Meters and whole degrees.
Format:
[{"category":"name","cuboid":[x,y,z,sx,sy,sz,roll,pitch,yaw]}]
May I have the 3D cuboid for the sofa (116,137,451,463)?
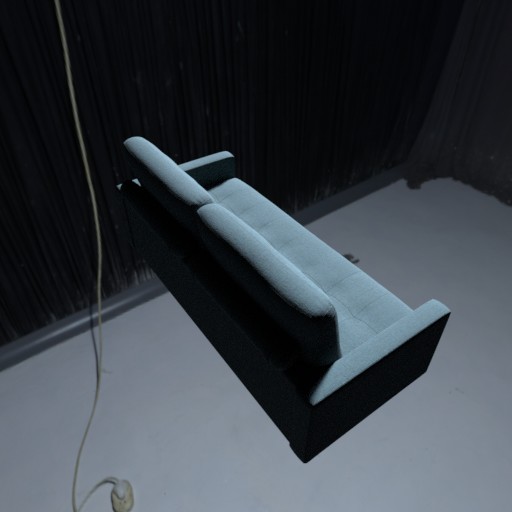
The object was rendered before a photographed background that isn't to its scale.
[{"category":"sofa","cuboid":[0.000,0.000,2.629,0.966,1.050,2.010,-25,46,-26]}]
